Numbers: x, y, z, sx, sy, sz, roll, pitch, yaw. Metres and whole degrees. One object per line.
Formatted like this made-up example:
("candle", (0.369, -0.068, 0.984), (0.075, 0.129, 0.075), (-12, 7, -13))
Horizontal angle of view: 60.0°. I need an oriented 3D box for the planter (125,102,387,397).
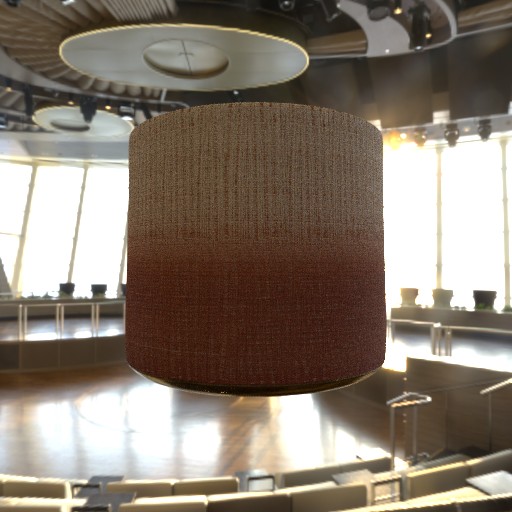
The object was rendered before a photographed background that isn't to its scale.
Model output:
("planter", (0.000, 0.000, 0.315), (0.178, 0.157, 0.178), (0, -1, 0))
